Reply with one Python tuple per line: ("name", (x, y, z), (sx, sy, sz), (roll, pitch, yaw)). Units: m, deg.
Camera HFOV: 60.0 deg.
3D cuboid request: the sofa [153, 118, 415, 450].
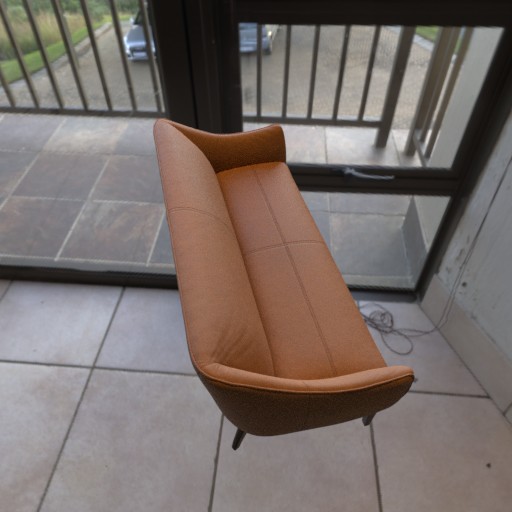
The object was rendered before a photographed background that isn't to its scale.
("sofa", (0.000, 0.000, 2.428), (0.869, 0.830, 1.928), (-10, 48, -9))
